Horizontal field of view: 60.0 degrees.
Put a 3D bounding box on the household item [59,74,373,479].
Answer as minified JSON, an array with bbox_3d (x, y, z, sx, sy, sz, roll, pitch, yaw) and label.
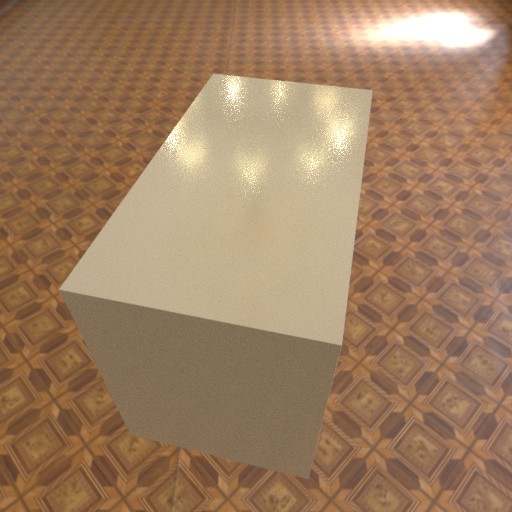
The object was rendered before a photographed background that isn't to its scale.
[{"bbox_3d":[0.000,0.000,1.531,0.597,0.749,1.100,10,46,9],"label":"household item"}]
